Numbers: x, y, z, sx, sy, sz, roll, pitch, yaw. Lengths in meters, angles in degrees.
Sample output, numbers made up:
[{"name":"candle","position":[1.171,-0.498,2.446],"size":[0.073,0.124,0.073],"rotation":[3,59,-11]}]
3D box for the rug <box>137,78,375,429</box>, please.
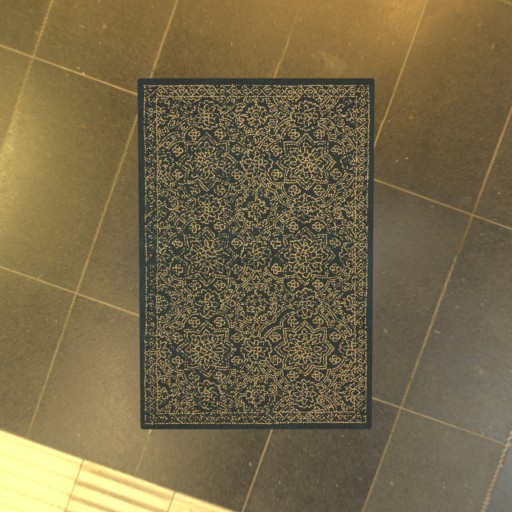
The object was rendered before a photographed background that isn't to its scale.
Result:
[{"name":"rug","position":[0.000,0.000,2.308],"size":[1.219,0.010,1.829],"rotation":[0,92,0]}]
